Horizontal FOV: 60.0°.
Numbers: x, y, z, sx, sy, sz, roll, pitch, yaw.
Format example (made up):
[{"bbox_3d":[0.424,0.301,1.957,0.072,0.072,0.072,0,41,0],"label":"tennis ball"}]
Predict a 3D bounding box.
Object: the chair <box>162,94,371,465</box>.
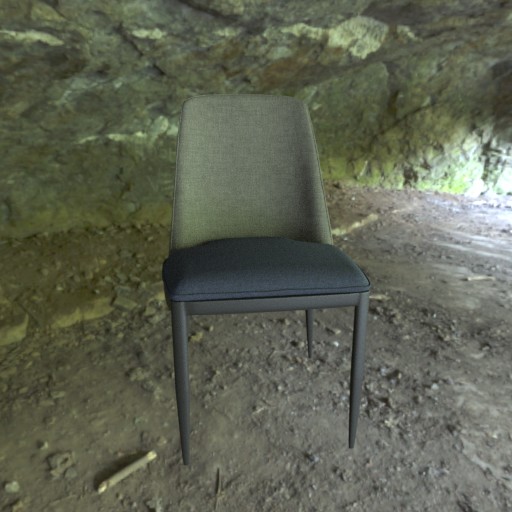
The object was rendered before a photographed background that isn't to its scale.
[{"bbox_3d":[0.000,0.000,1.189,0.488,0.855,0.550,-2,16,-8],"label":"chair"}]
